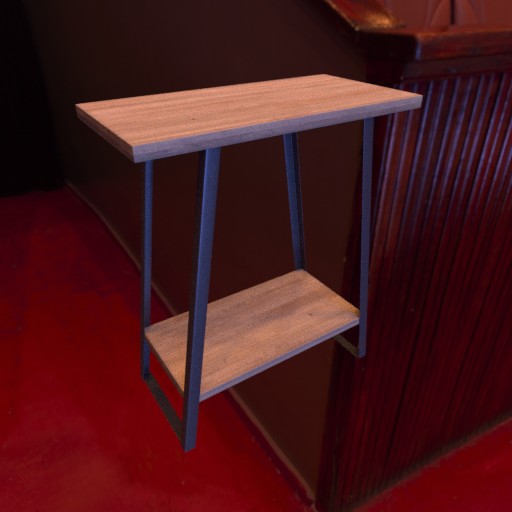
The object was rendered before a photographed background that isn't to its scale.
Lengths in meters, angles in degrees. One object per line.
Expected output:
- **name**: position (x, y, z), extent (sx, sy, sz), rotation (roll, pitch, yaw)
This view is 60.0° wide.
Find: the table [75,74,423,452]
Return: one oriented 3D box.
- **table**: position (0.000, 0.000, 1.030), extent (0.599, 0.701, 0.300), rotation (-19, 36, -28)
